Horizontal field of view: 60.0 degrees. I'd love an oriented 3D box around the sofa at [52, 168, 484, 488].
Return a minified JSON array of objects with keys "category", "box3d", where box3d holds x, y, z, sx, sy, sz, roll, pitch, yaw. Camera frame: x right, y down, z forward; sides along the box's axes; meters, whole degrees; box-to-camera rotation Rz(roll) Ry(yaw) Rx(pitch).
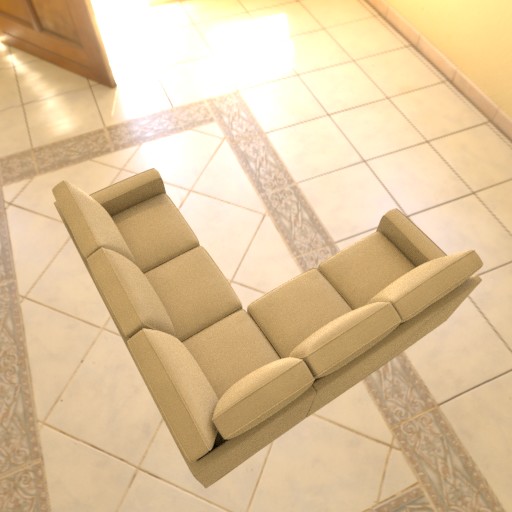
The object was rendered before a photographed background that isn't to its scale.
[{"category":"sofa","box3d":[0.000,0.000,3.298,2.182,0.939,2.189,-28,62,-17]}]
